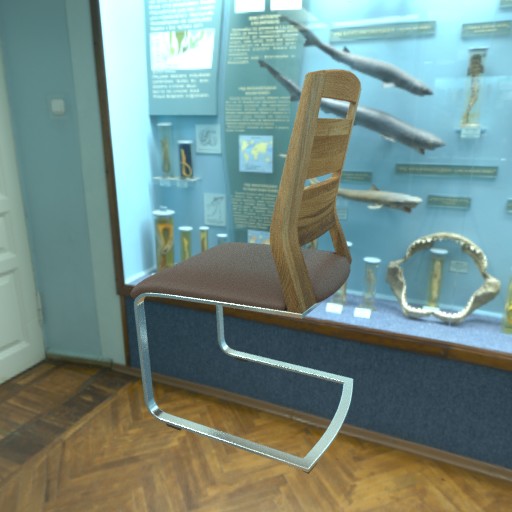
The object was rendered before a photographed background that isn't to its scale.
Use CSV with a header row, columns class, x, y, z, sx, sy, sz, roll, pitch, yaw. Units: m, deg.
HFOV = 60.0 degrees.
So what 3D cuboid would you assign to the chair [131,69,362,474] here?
class,x,y,z,sx,sy,sz,roll,pitch,yaw
chair,0.000,0.000,1.280,0.570,0.970,0.460,8,18,25
